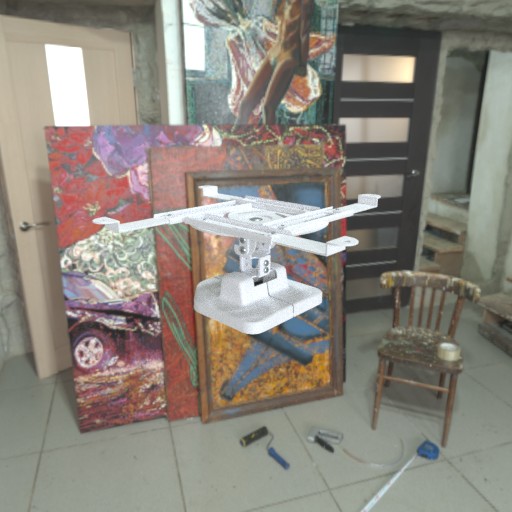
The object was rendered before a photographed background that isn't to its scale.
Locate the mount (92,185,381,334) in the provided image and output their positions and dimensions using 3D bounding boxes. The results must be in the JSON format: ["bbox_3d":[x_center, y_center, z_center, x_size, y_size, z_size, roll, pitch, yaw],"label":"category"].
[{"bbox_3d":[0.000,0.000,0.620,0.394,0.141,0.394,16,23,41],"label":"mount"}]
